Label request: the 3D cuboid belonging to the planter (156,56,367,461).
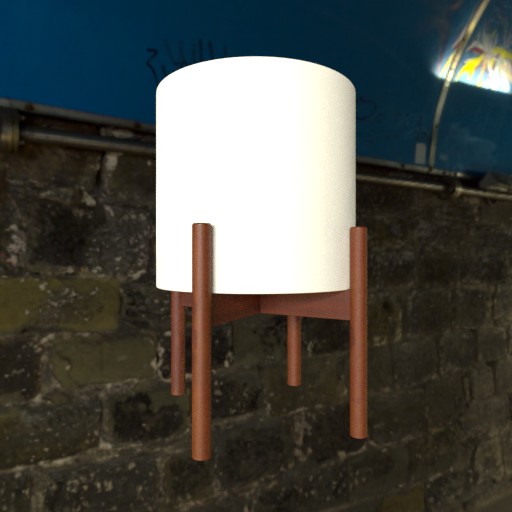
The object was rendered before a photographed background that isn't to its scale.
[{"bbox_3d":[0.000,0.000,0.951,0.417,0.670,0.417,0,0,-16],"label":"planter"}]
